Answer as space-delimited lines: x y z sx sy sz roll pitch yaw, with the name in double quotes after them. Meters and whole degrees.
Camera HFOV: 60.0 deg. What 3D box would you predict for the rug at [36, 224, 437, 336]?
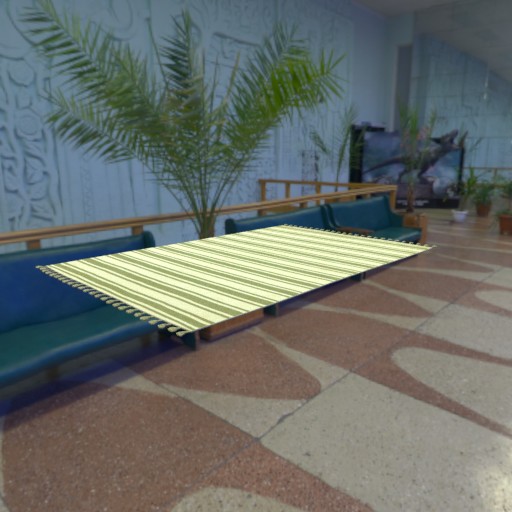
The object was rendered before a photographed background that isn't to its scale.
0.000 0.000 3.103 1.540 0.018 2.435 13 18 43 "rug"
